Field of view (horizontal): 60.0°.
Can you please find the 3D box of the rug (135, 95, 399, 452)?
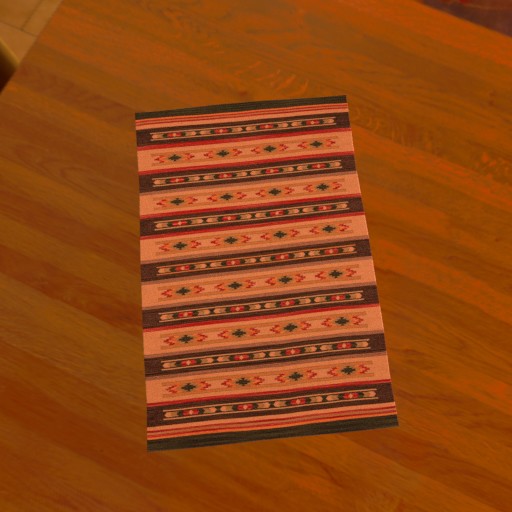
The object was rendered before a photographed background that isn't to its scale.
[{"bbox_3d":[0.000,0.000,2.342,1.221,0.009,1.825,-5,77,-1],"label":"rug"}]
